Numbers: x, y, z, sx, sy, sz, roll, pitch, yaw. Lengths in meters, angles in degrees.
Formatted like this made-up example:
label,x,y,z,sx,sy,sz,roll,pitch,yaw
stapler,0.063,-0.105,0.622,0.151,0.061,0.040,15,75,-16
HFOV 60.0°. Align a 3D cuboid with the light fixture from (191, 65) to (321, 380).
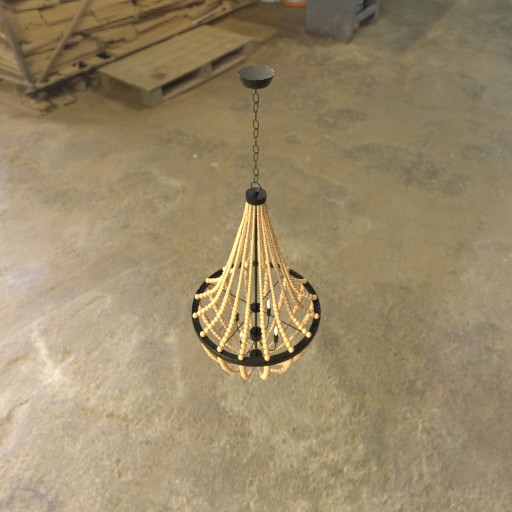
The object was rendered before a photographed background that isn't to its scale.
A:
label,x,y,z,sx,sy,sz,roll,pitch,yaw
light fixture,0.000,0.000,1.369,0.450,1.133,0.450,0,45,0
